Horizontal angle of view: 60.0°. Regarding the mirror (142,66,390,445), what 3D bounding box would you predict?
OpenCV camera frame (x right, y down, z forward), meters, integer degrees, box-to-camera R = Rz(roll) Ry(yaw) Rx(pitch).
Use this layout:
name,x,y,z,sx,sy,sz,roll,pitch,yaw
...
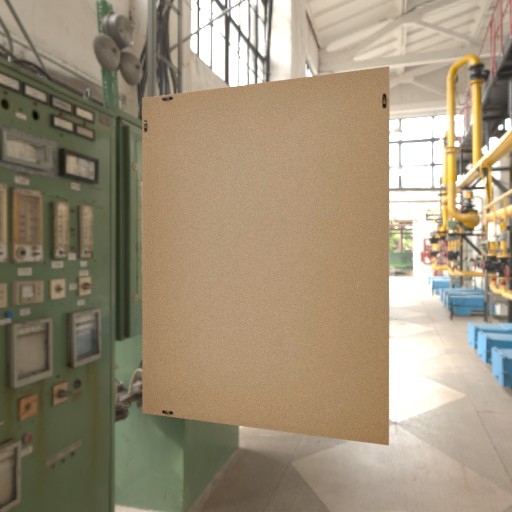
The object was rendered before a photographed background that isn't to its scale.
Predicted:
name,x,y,z,sx,sy,sz,roll,pitch,yaw
mirror,0.000,0.000,1.323,0.762,1.016,0.041,0,0,18
